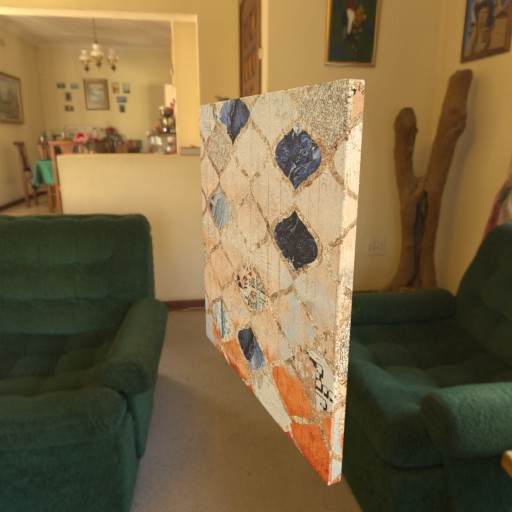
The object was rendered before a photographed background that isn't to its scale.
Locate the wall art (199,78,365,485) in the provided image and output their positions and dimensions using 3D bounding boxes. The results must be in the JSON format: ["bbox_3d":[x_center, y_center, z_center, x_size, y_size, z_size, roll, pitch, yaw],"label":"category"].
[{"bbox_3d":[0.000,0.000,1.345,0.039,0.914,0.912,-7,17,-24],"label":"wall art"}]
